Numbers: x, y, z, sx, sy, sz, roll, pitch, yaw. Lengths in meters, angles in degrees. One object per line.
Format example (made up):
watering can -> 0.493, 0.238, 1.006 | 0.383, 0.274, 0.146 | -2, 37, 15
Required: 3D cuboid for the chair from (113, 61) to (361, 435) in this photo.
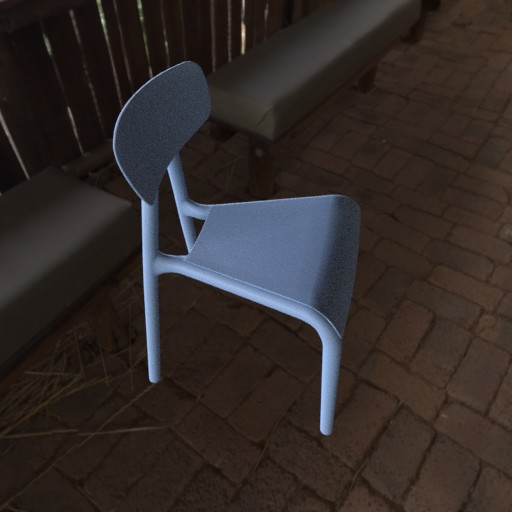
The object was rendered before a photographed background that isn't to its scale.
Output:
chair -> 0.000, 0.000, 0.816 | 0.401, 0.580, 0.356 | 11, 49, 10
